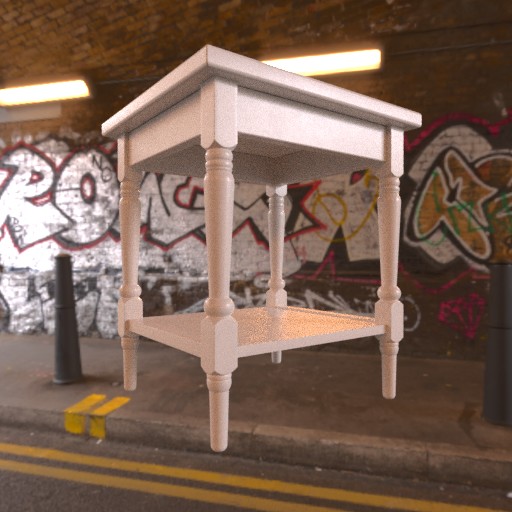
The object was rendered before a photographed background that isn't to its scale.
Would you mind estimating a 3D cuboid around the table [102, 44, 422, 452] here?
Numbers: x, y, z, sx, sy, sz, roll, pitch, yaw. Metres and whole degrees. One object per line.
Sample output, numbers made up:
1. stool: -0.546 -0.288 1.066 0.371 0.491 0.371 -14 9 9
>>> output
1. table: 0.000 0.000 0.908 0.488 0.565 0.442 0 0 -36
